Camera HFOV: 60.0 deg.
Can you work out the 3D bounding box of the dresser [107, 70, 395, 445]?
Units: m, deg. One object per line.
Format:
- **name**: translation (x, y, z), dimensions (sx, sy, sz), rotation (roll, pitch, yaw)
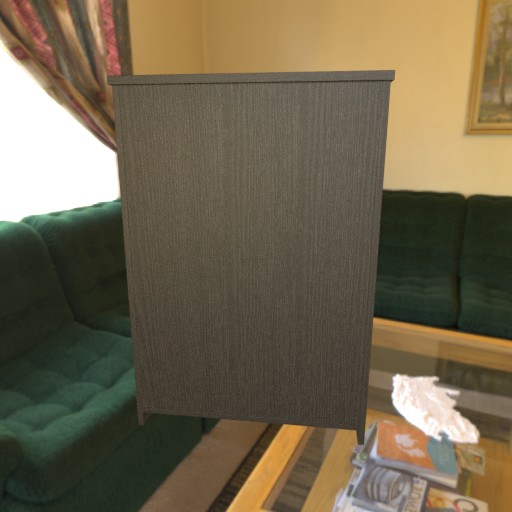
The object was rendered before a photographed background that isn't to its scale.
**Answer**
- **dresser**: translation (0.000, 0.000, 1.391), dimensions (0.704, 1.020, 0.399), rotation (2, 15, 8)
